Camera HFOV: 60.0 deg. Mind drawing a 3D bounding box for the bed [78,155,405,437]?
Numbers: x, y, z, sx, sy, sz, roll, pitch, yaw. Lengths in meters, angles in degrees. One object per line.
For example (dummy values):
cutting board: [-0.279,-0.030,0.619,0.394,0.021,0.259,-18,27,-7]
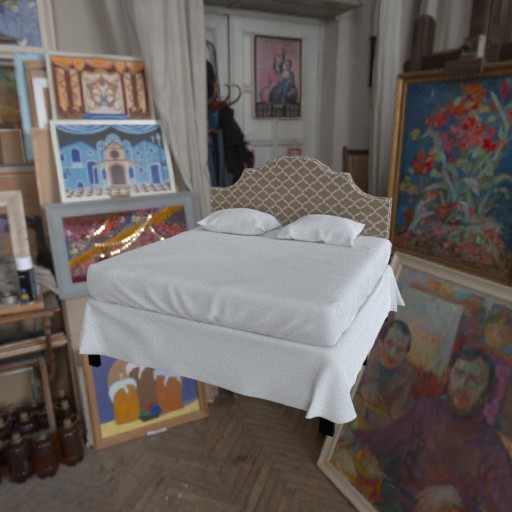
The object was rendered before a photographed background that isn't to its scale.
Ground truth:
bed: [0.000,0.000,3.837,2.314,1.601,2.222,7,18,25]
